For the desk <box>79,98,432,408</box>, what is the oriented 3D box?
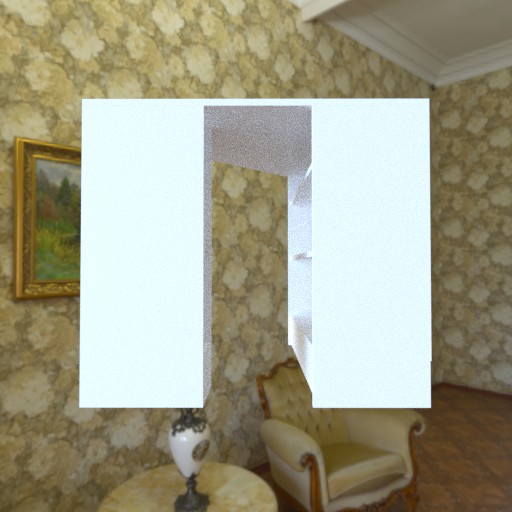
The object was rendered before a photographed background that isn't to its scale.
[{"bbox_3d":[0.000,0.000,1.643,0.926,0.818,0.940,0,-1,0],"label":"desk"}]
